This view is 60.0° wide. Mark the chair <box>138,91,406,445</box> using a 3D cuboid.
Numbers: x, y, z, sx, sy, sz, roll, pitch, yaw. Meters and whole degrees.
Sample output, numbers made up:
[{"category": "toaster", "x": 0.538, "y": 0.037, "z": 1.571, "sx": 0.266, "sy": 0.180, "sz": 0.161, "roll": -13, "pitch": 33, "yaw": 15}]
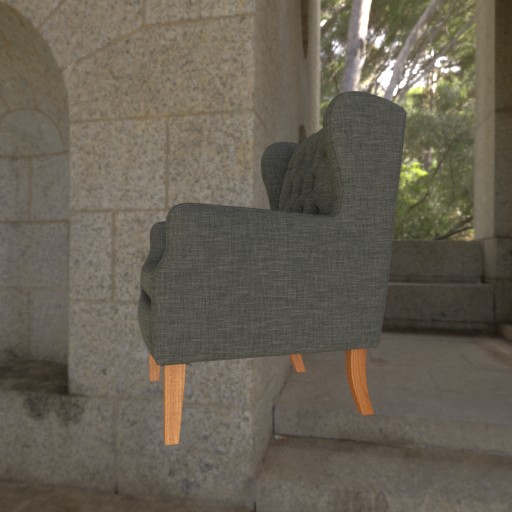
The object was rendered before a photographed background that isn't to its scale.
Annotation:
[{"category": "chair", "x": 0.000, "y": 0.000, "z": 1.514, "sx": 0.775, "sy": 0.953, "sz": 0.711, "roll": 0, "pitch": 0, "yaw": -17}]
